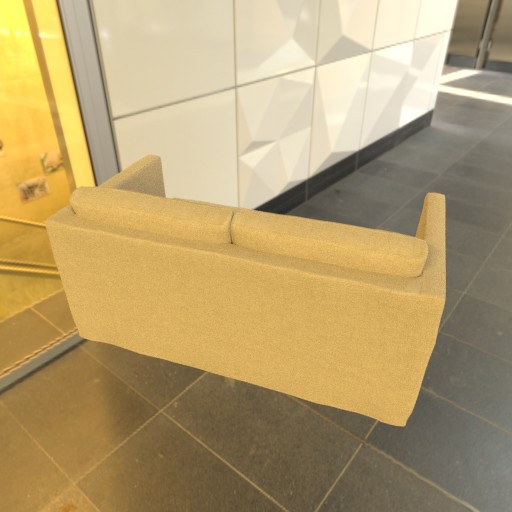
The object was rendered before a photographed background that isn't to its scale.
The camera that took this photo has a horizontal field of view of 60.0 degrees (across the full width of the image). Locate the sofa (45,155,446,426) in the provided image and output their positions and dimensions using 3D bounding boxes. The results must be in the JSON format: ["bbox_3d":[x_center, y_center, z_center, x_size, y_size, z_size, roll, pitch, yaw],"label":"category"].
[{"bbox_3d":[0.000,0.000,2.300,1.766,0.828,0.956,11,35,16],"label":"sofa"}]
